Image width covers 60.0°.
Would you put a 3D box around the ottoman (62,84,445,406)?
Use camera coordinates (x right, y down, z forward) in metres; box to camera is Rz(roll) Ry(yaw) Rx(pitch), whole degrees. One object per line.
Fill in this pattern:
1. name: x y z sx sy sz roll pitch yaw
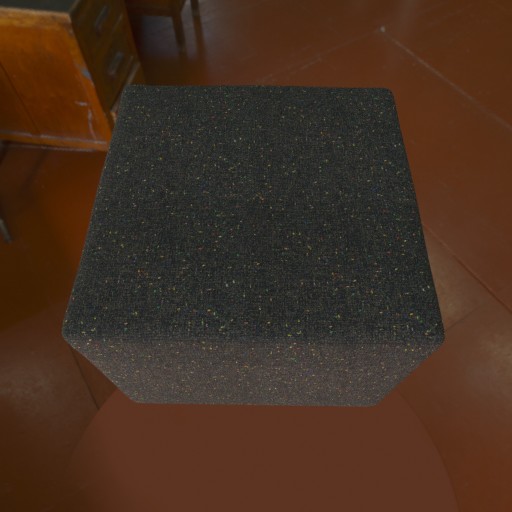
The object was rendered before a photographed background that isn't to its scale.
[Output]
1. ottoman: 0.000 0.000 0.859 0.508 0.432 0.508 1 59 0
